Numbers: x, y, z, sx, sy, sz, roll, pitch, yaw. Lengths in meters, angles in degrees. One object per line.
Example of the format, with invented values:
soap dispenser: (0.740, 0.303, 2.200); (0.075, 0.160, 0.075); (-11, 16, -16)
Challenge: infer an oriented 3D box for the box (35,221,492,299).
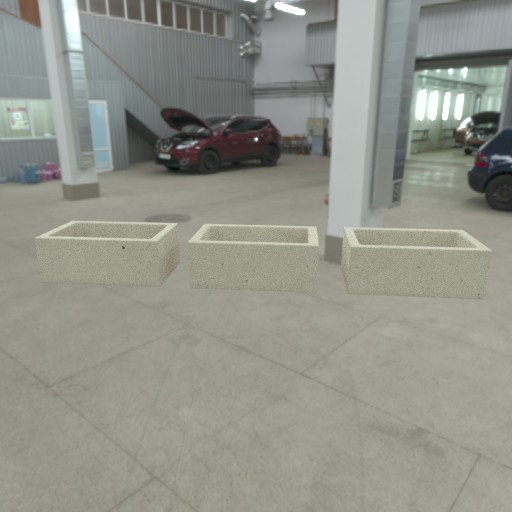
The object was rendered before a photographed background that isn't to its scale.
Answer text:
box: (0.000, 0.000, 0.490); (0.461, 0.051, 0.082); (2, 18, 6)
